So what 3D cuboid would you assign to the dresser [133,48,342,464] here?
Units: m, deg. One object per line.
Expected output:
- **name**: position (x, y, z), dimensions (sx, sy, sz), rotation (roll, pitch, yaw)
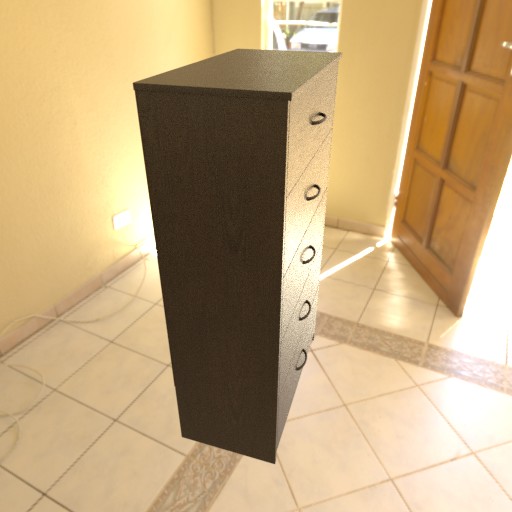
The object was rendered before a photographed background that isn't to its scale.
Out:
- **dresser**: position (0.000, 0.000, 1.567), dimensions (0.418, 1.254, 0.704), rotation (9, 32, 15)
